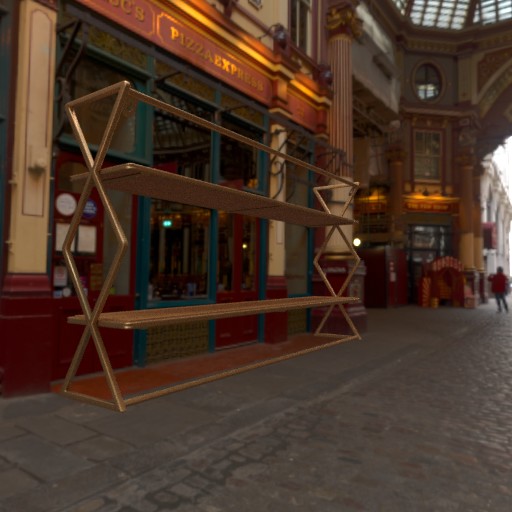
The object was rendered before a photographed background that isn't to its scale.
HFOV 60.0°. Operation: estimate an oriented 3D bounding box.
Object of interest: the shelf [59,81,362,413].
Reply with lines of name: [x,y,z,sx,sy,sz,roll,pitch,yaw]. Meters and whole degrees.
shelf: [0.000,0.000,0.974,0.150,0.450,0.822,-2,-3,35]
